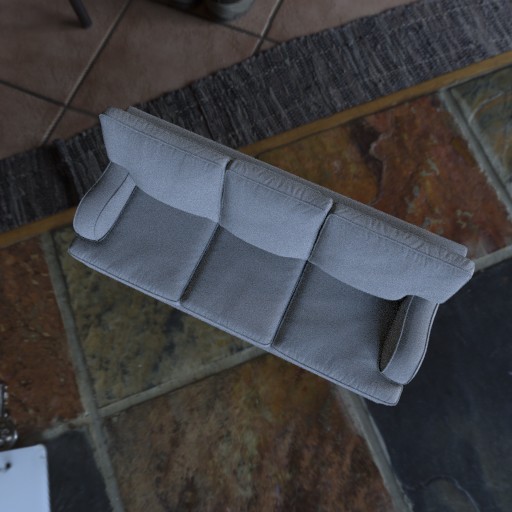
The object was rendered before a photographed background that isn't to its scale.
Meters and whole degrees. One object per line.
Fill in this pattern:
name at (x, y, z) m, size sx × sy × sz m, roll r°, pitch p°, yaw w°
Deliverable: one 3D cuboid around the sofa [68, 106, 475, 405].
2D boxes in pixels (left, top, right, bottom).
sofa at (0.000, 0.000, 2.863) m, size 2.323 × 0.997 × 1.016 m, roll 24°, pitch 76°, yaw 7°
